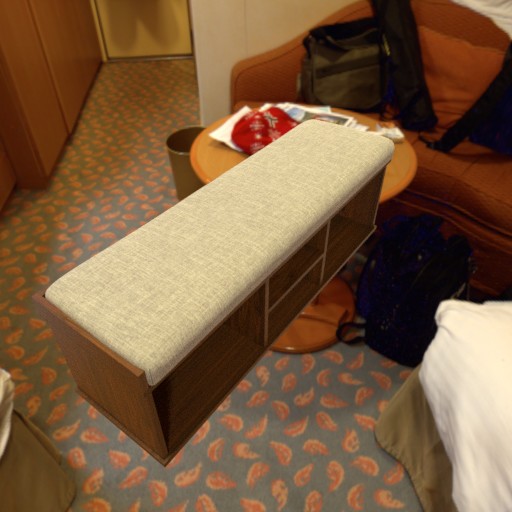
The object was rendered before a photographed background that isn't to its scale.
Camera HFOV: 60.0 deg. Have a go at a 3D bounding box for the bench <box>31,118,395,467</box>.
[{"bbox_3d":[0.000,0.000,1.401,0.367,0.468,1.196,26,47,27],"label":"bench"}]
